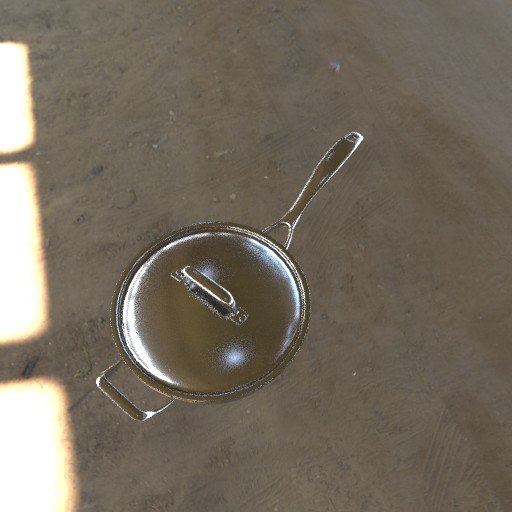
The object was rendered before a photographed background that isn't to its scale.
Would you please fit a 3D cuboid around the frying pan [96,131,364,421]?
[{"bbox_3d":[0.000,0.000,0.672,0.280,0.114,0.561,33,63,20],"label":"frying pan"}]
